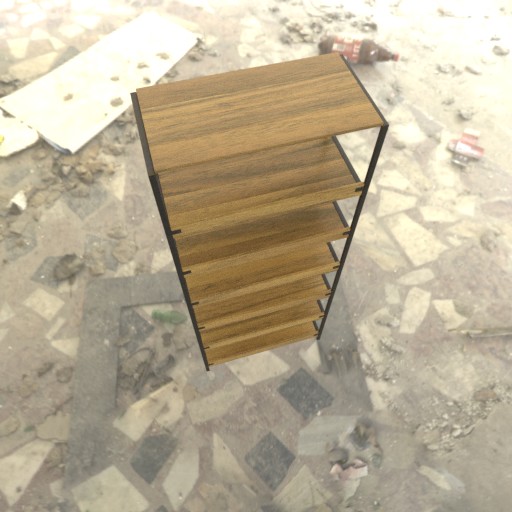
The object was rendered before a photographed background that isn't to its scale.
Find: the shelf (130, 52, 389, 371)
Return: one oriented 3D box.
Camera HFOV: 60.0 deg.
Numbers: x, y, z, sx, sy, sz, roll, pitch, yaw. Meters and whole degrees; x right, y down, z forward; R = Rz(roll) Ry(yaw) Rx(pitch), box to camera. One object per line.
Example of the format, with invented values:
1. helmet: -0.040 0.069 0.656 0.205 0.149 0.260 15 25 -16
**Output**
1. shelf: 0.000 0.000 2.436 0.847 2.015 0.431 -14 59 -9
